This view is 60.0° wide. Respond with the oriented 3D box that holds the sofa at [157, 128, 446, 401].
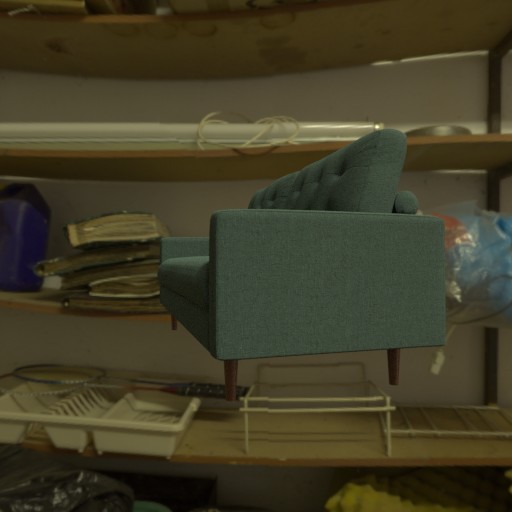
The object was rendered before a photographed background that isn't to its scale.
[{"bbox_3d":[0.000,0.000,2.511,0.966,1.050,2.010,0,-1,-17],"label":"sofa"}]
